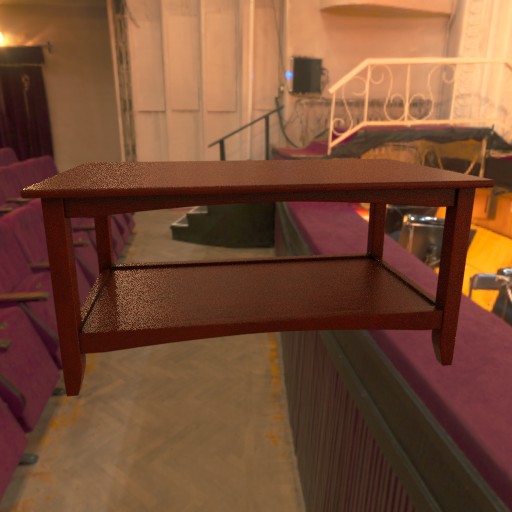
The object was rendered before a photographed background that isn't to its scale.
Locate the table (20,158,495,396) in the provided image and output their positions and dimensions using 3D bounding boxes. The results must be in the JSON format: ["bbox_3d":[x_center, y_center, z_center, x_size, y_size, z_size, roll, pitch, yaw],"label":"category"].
[{"bbox_3d":[0.000,0.000,1.186,0.943,0.456,0.533,-2,17,-8],"label":"table"}]
